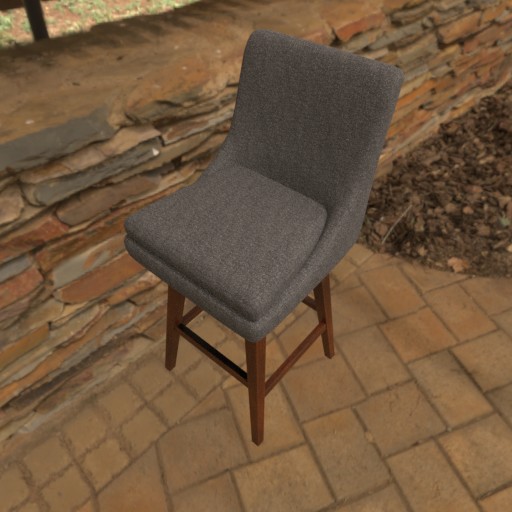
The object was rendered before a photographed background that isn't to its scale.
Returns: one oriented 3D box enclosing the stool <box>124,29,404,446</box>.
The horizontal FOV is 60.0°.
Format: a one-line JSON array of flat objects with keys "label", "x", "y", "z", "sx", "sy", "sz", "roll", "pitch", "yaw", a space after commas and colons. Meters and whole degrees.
[{"label": "stool", "x": 0.000, "y": 0.000, "z": 1.324, "sx": 0.489, "sy": 1.068, "sz": 0.572, "roll": 31, "pitch": 53, "yaw": 27}]
